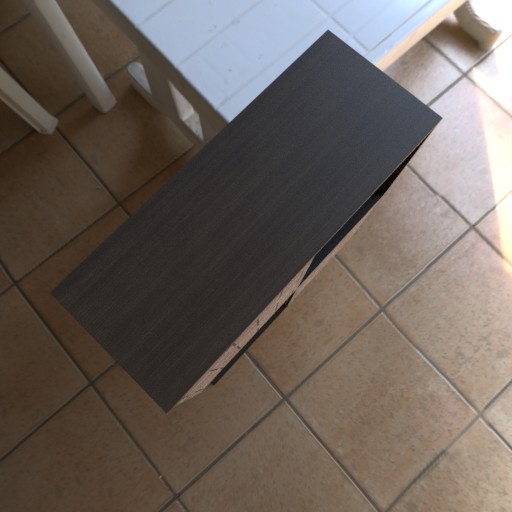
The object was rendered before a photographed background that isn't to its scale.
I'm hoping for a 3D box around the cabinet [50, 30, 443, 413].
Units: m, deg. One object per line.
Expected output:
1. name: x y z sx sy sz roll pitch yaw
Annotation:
1. cabinet: 0.000 0.000 1.679 0.400 1.170 1.010 42 80 9
